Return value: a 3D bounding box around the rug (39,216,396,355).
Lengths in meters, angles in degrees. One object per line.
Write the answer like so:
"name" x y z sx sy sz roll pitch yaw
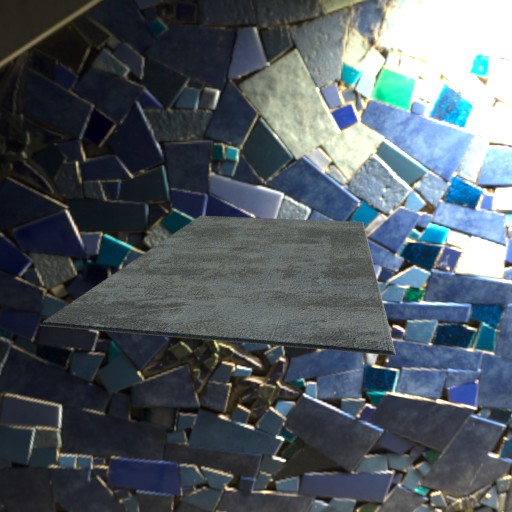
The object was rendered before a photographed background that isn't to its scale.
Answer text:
"rug" 0.000 0.000 2.997 1.536 0.012 2.431 3 17 10
